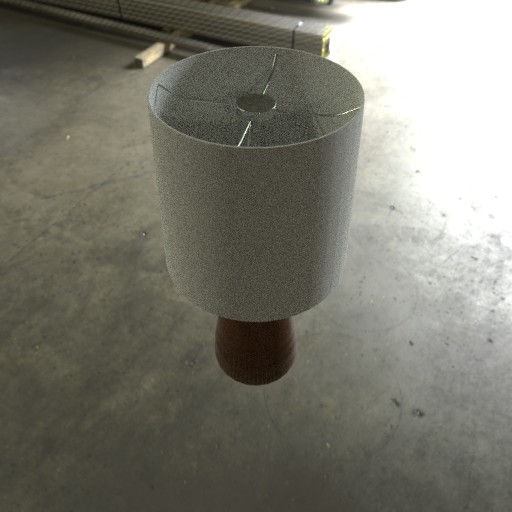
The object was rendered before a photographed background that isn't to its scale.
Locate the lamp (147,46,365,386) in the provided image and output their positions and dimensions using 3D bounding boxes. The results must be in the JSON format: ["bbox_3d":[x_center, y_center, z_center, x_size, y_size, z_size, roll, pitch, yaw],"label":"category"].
[{"bbox_3d":[0.000,0.000,0.471,0.186,0.369,0.186,0,46,0],"label":"lamp"}]
